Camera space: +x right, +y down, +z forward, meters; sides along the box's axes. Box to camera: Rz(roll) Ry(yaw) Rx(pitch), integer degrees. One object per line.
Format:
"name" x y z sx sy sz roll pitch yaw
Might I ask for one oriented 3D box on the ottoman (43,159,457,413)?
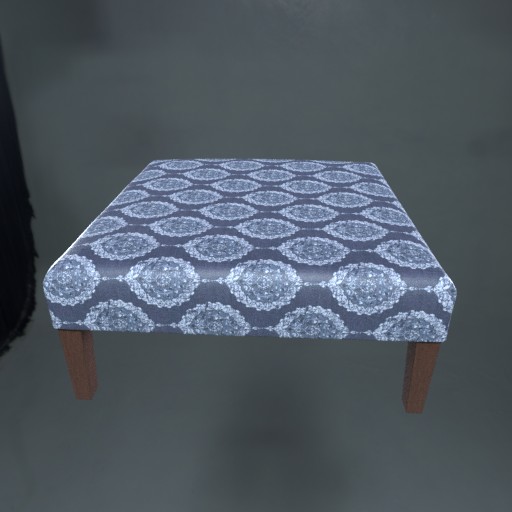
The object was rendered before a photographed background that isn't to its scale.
"ottoman" 0.000 0.000 1.397 0.890 0.409 0.889 1 28 3
